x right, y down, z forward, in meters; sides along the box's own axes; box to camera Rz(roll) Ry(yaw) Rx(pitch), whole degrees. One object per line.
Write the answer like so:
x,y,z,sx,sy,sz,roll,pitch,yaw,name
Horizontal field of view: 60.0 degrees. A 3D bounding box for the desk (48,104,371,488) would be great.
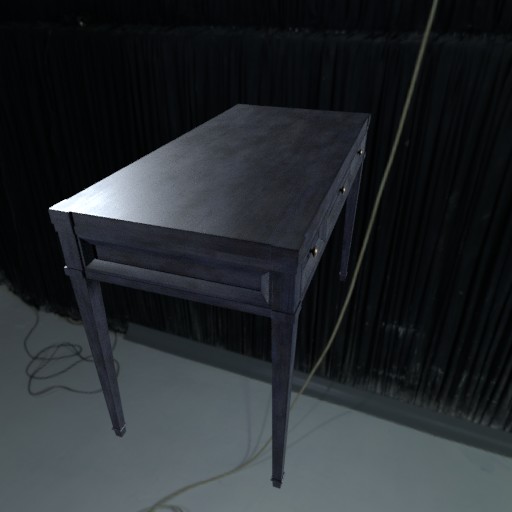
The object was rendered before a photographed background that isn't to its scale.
0.000,0.000,1.734,0.630,0.861,1.289,10,32,16,desk
